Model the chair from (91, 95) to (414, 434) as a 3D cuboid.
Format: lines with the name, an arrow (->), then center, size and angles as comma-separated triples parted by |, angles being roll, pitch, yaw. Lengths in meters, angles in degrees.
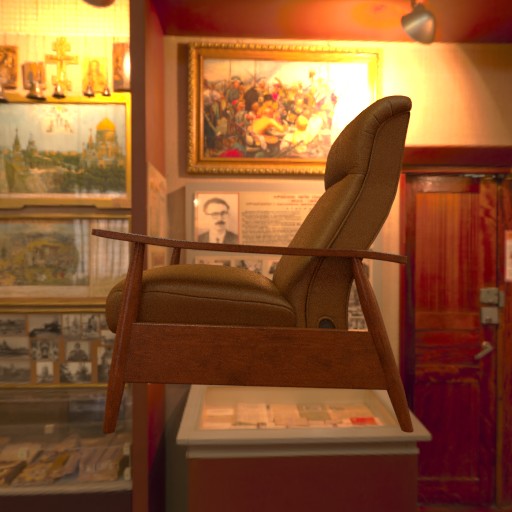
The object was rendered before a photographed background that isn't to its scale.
chair -> 0.000, 0.000, 1.727 | 1.014, 1.082, 0.762 | 0, 1, -1
